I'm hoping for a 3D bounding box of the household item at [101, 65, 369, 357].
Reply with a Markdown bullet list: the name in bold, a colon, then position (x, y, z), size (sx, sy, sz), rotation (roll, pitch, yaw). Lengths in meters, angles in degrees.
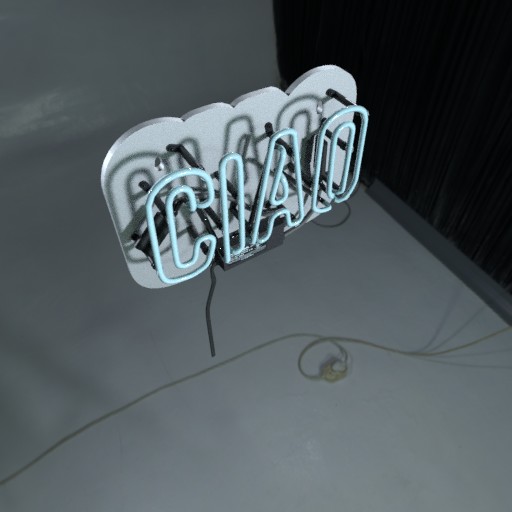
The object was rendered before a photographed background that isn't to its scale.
- **household item**: position (0.000, 0.000, 0.397), size (0.211, 0.294, 0.042), rotation (-25, 53, -21)
